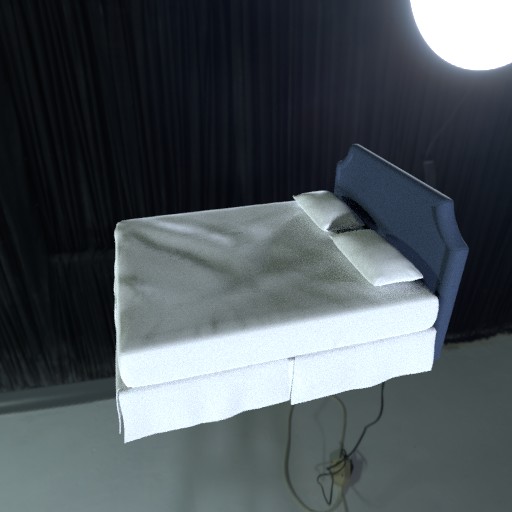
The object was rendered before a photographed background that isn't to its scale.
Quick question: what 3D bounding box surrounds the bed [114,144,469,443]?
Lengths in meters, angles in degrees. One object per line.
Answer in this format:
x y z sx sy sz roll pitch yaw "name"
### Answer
0.000 0.000 4.183 2.773 1.488 2.350 -8 31 -14 "bed"
